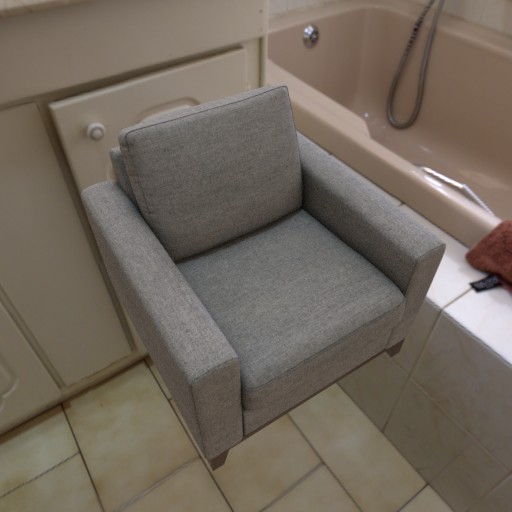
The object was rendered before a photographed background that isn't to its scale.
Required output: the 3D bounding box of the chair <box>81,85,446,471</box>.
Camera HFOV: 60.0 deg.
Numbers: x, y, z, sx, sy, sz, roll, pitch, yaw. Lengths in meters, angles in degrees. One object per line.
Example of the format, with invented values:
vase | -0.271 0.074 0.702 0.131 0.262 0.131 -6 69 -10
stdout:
chair | 0.000 0.000 1.795 1.024 1.010 1.038 -24 50 -22
